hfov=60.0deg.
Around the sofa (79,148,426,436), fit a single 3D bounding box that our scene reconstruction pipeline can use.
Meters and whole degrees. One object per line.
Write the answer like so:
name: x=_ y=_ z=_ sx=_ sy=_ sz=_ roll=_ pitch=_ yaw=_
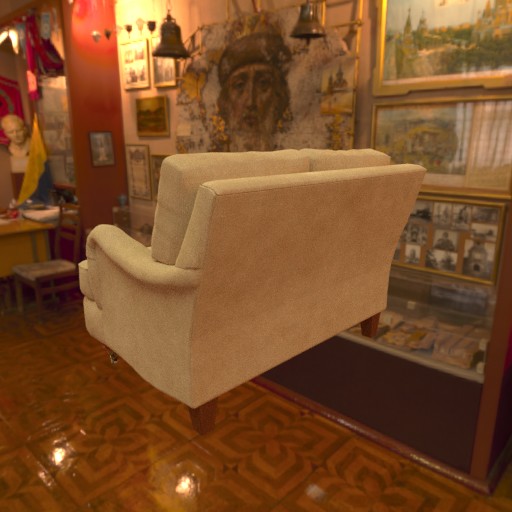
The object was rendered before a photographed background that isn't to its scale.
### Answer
sofa: x=0.000 y=0.000 z=2.293 sx=1.498 sy=1.087 sz=1.086 roll=-15 pitch=21 yaw=-43
